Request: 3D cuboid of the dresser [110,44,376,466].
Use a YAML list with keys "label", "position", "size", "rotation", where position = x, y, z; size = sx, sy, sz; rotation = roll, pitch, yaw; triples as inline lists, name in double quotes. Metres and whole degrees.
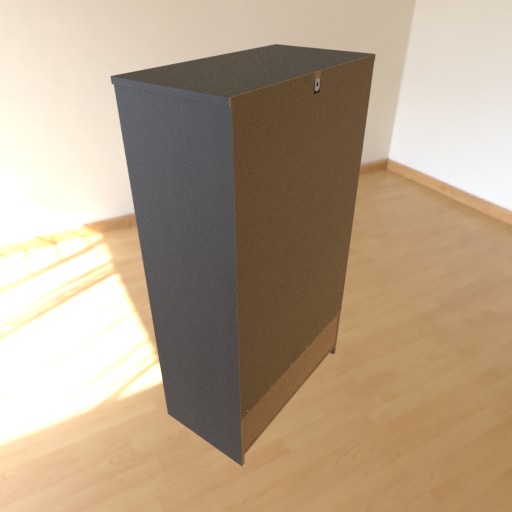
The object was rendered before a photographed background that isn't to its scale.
- label: "dresser"
  position: [0.000, 0.000, 1.554]
  size: [0.399, 1.255, 0.704]
  rotation: [22, 39, 30]
